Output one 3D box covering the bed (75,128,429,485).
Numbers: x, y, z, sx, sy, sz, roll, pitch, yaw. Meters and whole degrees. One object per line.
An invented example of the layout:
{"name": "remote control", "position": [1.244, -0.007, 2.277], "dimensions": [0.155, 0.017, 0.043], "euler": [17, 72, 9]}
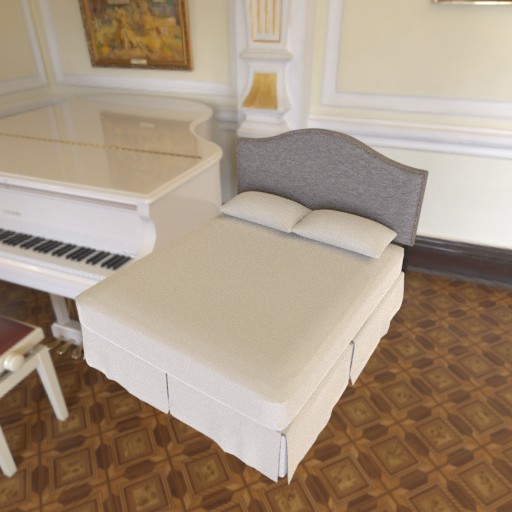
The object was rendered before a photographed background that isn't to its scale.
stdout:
{"name": "bed", "position": [0.000, 0.000, 2.941], "dimensions": [1.610, 1.295, 1.870], "euler": [18, 35, 29]}
